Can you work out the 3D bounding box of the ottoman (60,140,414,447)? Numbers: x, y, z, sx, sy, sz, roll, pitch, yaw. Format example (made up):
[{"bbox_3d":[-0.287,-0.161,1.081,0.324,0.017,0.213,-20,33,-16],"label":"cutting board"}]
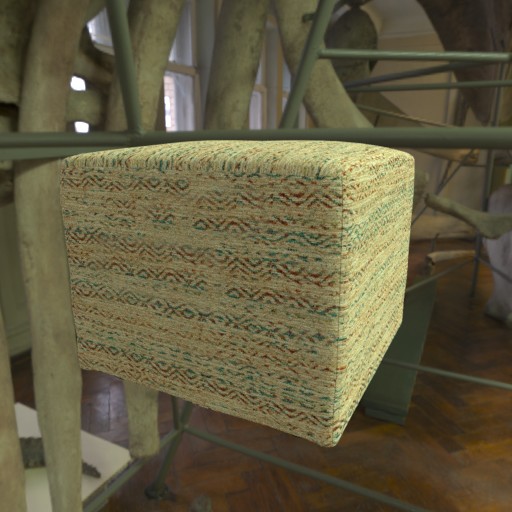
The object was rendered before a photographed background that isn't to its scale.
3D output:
[{"bbox_3d":[0.000,0.000,0.898,0.521,0.453,0.512,8,17,27],"label":"ottoman"}]
